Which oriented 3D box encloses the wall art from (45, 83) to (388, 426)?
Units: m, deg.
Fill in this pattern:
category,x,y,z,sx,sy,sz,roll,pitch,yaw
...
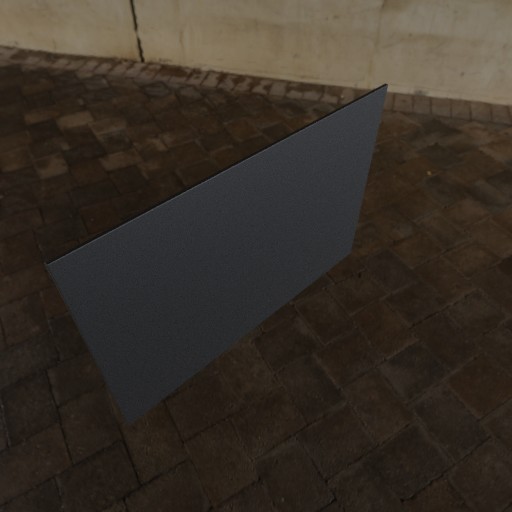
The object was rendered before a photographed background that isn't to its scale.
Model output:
category,x,y,z,sx,sy,sz,roll,pitch,yaw
wall art,0.000,0.000,1.491,1.192,0.811,0.013,-34,55,-28
